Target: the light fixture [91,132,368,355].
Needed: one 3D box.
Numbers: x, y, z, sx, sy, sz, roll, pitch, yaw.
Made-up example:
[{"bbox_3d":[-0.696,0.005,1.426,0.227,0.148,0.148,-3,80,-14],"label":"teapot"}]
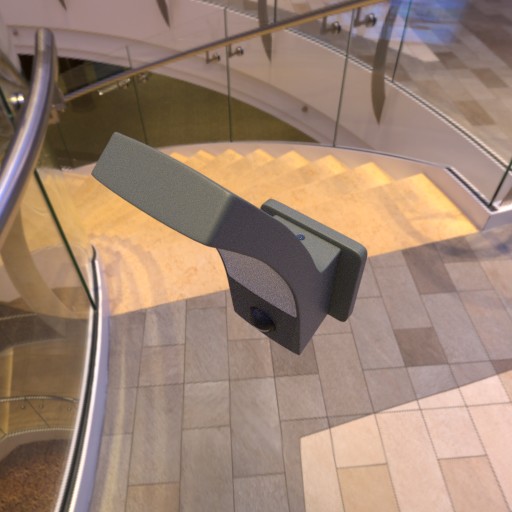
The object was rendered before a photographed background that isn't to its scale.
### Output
[{"bbox_3d":[0.000,0.000,0.330,0.108,0.243,0.174,31,54,26],"label":"light fixture"}]
